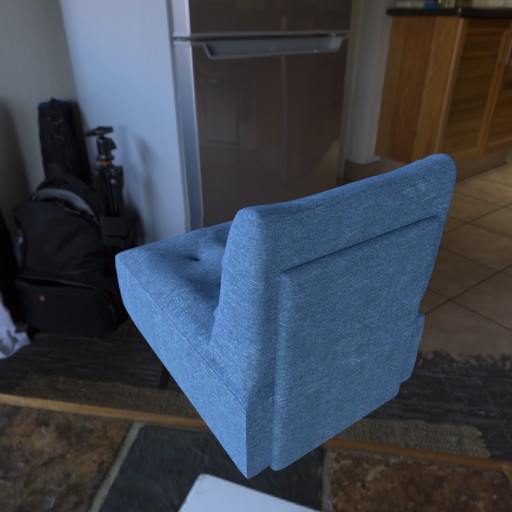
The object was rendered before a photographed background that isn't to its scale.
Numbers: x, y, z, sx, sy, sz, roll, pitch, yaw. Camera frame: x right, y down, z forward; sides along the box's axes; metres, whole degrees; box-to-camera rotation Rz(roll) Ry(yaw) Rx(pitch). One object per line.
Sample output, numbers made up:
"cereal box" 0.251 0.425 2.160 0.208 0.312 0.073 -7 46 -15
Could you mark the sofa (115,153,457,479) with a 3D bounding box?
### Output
"sofa" 0.000 0.000 1.536 0.700 0.820 1.000 -19 34 -30
